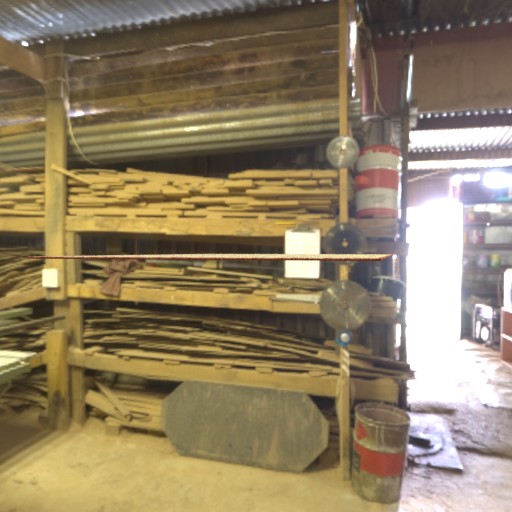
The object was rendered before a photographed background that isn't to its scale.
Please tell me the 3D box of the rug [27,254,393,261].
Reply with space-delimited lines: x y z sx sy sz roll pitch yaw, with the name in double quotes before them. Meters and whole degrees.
"rug" 0.000 0.000 4.224 2.441 0.016 3.050 0 1 18
